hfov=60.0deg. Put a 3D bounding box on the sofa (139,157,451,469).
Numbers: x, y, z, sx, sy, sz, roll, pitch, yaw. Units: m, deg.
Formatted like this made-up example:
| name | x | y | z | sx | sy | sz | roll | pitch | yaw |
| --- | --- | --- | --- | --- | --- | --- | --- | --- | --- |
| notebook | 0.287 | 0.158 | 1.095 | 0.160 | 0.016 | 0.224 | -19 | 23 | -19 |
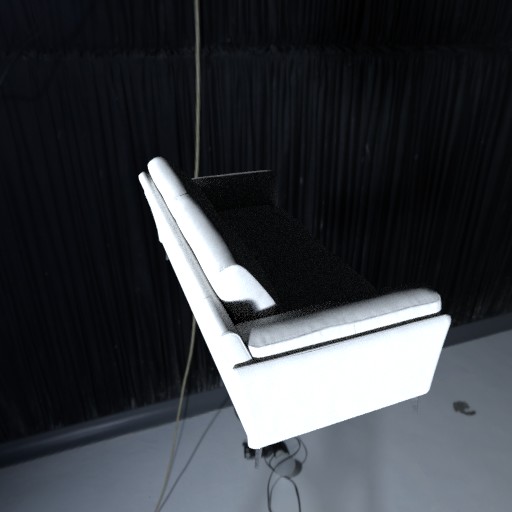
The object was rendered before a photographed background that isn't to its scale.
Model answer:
| name | x | y | z | sx | sy | sz | roll | pitch | yaw |
| --- | --- | --- | --- | --- | --- | --- | --- | --- | --- |
| sofa | 0.000 | 0.000 | 2.660 | 1.049 | 0.930 | 2.101 | -10 | 30 | -18 |
